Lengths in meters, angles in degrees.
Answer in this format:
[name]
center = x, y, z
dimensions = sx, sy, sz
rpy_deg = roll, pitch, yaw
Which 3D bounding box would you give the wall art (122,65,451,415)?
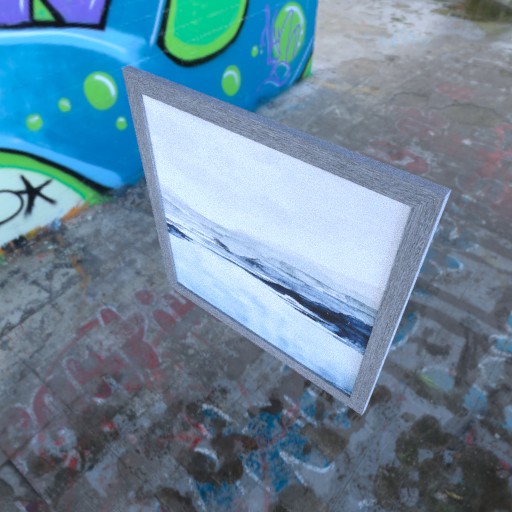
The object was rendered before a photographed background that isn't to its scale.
[wall art]
center = 0.000, 0.000, 1.011
dimensions = 0.685, 0.685, 0.020
rpy_deg = 29, 52, 26
